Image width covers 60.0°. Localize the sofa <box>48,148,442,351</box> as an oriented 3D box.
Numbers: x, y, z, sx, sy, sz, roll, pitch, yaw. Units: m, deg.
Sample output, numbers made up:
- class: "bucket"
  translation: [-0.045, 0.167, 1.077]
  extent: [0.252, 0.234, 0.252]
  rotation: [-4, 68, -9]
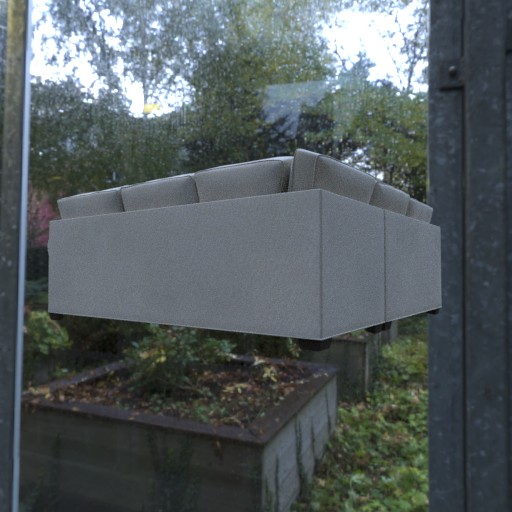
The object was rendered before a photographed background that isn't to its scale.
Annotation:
- class: "sofa"
  translation: [0.000, 0.000, 3.908]
  extent: [2.569, 1.054, 2.487]
  rotation: [-1, -2, 35]
